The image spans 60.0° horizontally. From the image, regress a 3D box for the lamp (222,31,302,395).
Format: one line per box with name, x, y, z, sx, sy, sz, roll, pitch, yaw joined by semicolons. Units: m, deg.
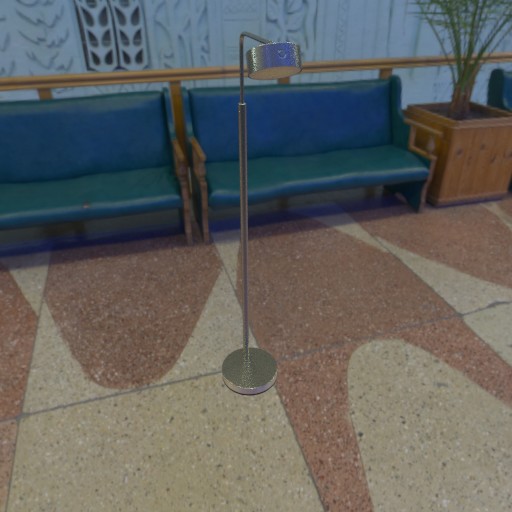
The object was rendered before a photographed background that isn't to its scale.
lamp;0.000;0.000;1.383;0.222;1.250;0.421;-8;33;-13
